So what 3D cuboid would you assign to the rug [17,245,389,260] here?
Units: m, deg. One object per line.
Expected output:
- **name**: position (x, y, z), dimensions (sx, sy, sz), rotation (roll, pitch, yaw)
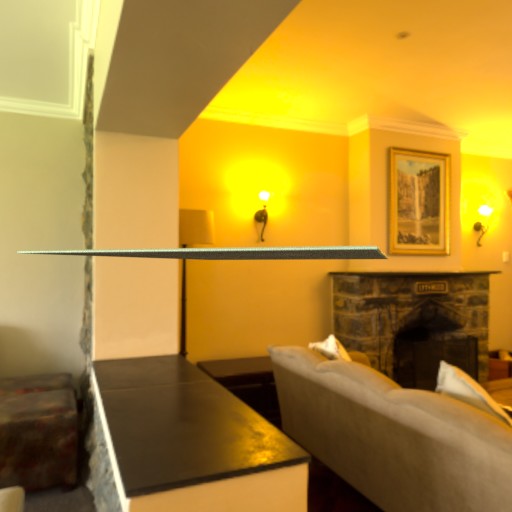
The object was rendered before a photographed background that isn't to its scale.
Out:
- **rug**: position (0.000, 0.000, 2.827), dimensions (1.589, 0.014, 2.205), rotation (0, -1, 18)
